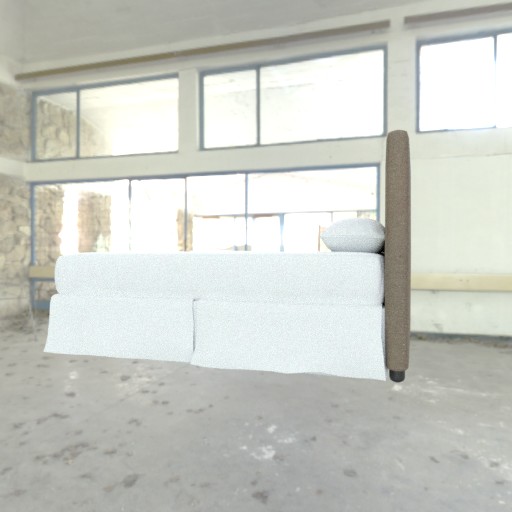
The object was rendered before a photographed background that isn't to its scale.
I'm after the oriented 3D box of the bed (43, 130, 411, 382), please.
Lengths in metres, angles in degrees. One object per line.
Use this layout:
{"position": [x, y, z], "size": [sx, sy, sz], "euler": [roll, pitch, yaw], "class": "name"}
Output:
{"position": [0.000, 0.000, 3.559], "size": [2.341, 1.317, 2.119], "euler": [0, 0, 19], "class": "bed"}
